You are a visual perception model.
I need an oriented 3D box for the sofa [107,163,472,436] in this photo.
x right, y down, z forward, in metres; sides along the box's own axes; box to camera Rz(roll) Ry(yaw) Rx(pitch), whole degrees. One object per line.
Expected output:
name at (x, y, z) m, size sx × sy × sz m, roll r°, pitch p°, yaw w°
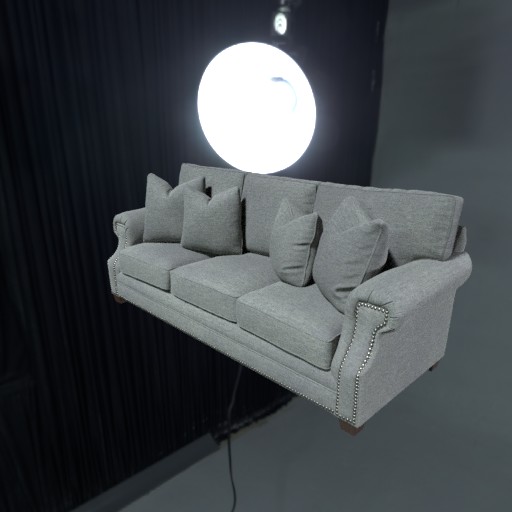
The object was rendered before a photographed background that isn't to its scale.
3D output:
sofa at (0.000, 0.000, 2.771) m, size 0.965 × 0.975 × 2.312 m, roll -16°, pitch 23°, yaw -42°
